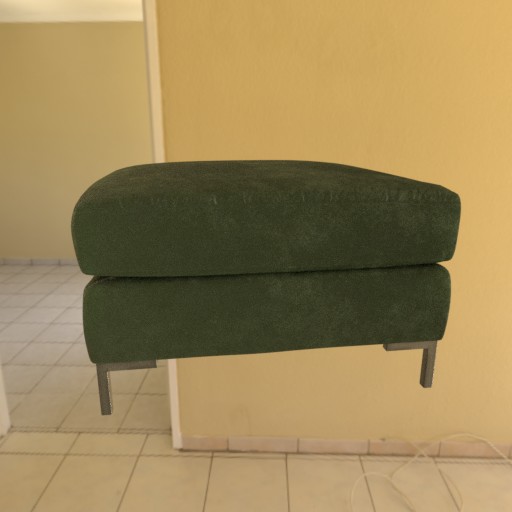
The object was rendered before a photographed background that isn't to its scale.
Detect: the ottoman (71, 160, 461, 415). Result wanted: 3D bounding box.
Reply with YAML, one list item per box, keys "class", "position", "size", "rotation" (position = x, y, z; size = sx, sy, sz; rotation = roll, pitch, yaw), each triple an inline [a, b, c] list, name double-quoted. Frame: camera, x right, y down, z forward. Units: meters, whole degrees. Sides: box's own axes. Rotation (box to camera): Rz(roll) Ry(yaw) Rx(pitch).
- class: "ottoman"
  position: [0.000, 0.000, 1.296]
  size: [0.839, 0.538, 0.701]
  rotation: [-2, 16, -8]
